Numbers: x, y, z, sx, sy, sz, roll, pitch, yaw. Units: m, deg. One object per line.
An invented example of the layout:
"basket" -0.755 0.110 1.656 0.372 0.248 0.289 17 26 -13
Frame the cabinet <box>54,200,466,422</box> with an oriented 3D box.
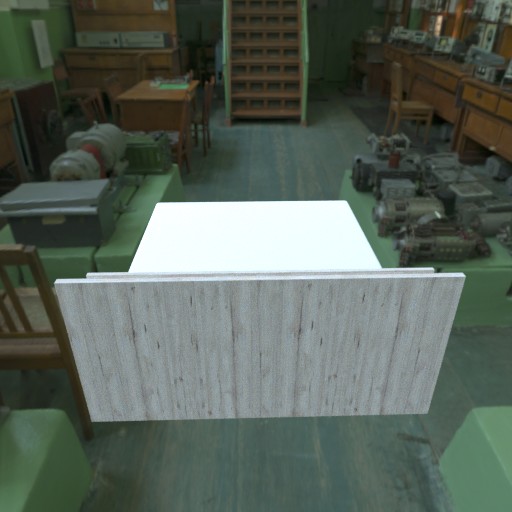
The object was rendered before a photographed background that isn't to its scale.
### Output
"cabinet" 0.000 0.000 3.232 1.950 0.970 2.080 -1 30 -1
